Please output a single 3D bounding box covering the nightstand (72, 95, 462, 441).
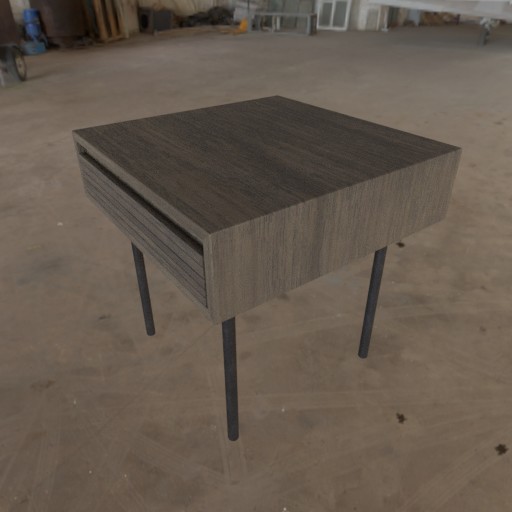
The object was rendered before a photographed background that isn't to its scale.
[{"bbox_3d":[0.000,0.000,0.926,0.503,0.497,0.502,-21,38,-30],"label":"nightstand"}]
